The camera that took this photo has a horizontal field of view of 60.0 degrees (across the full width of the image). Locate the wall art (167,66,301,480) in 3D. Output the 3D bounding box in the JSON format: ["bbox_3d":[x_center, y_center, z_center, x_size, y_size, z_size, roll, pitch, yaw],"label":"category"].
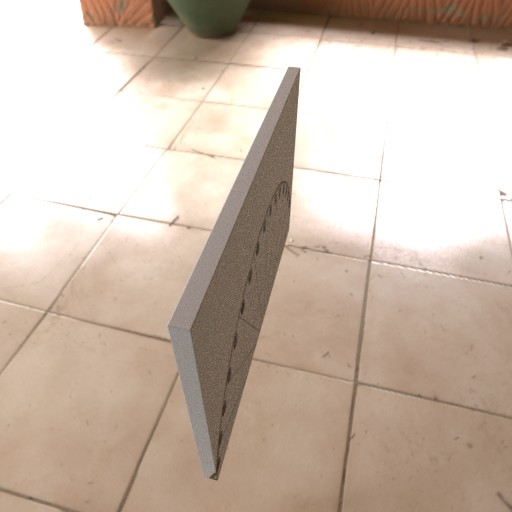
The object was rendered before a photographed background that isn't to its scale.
[{"bbox_3d":[0.000,0.000,1.129,0.038,0.601,0.898,10,46,10],"label":"wall art"}]
